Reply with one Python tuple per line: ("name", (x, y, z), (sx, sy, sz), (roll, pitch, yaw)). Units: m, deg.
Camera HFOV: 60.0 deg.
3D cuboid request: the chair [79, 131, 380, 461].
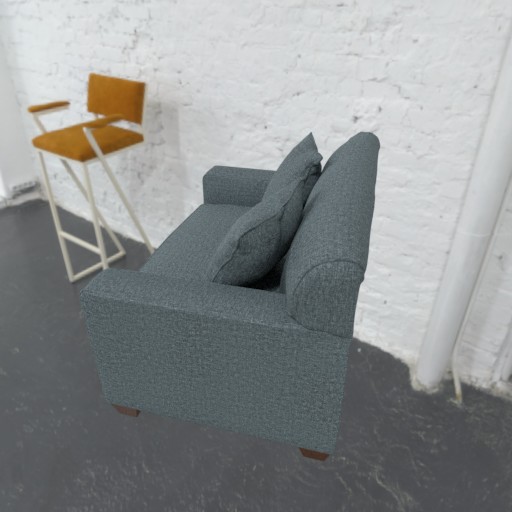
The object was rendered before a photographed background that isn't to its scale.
("chair", (0.000, 0.000, 2.090), (1.000, 0.948, 1.383), (8, 31, 13))
